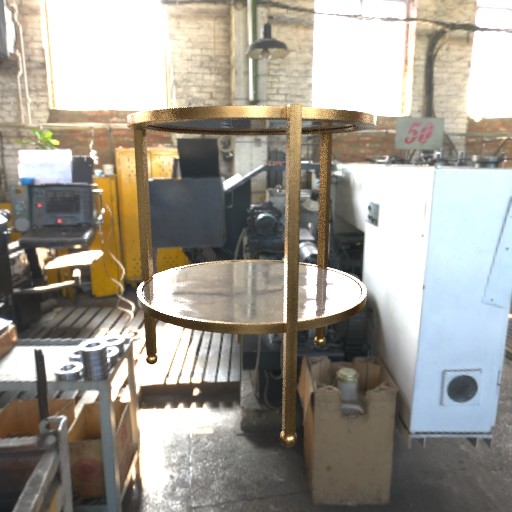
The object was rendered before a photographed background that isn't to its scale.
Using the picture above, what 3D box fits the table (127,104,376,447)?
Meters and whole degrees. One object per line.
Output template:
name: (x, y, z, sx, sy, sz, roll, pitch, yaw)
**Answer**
table: (0.000, 0.000, 0.458, 0.243, 0.269, 0.231, -12, 17, -43)
